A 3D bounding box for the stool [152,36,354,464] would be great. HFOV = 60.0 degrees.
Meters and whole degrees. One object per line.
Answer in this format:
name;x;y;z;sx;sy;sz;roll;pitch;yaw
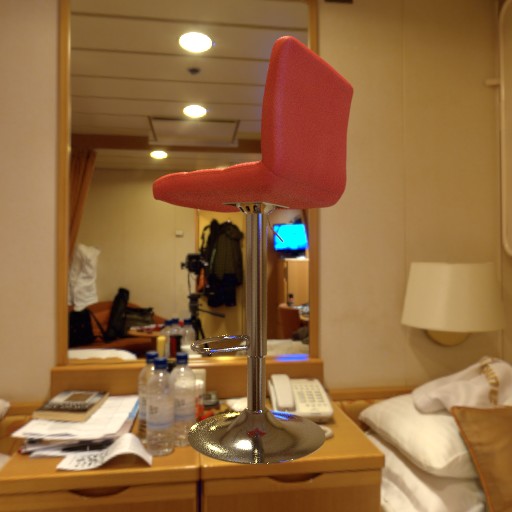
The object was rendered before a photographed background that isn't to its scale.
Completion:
stool;0.000;0.000;1.390;0.505;1.115;0.430;-1;-1;35
